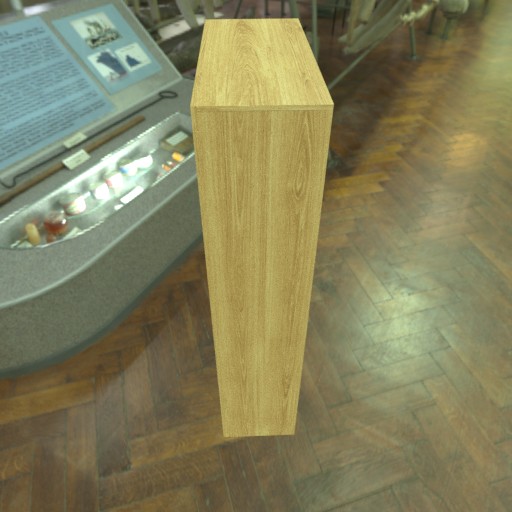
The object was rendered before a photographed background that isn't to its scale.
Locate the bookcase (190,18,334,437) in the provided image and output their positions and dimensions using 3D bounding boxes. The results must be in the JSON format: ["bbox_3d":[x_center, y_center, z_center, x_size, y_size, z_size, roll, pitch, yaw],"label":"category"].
[{"bbox_3d":[0.000,0.000,2.317,0.420,2.020,0.950,-1,42,-2],"label":"bookcase"}]
